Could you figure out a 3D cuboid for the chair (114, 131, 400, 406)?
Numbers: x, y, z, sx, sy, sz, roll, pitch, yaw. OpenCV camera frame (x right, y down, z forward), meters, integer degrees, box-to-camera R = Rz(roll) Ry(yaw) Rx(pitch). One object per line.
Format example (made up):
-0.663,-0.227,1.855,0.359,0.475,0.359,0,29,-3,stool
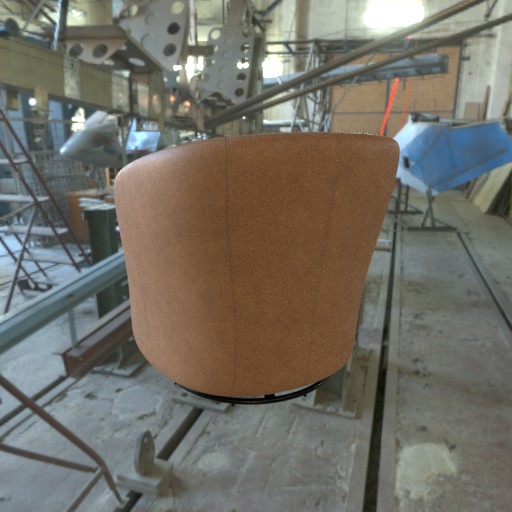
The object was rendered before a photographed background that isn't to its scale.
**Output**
0.000,0.000,1.439,0.791,0.771,0.815,-8,17,-27,chair
